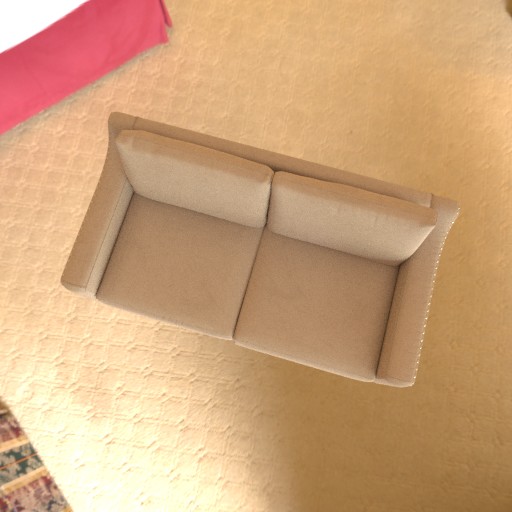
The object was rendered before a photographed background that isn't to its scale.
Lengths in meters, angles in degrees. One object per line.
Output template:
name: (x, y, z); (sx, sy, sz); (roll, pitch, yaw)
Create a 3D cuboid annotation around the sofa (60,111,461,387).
sofa: (0.000, 0.000, 2.574); (1.967, 0.901, 1.030); (16, 77, 4)
